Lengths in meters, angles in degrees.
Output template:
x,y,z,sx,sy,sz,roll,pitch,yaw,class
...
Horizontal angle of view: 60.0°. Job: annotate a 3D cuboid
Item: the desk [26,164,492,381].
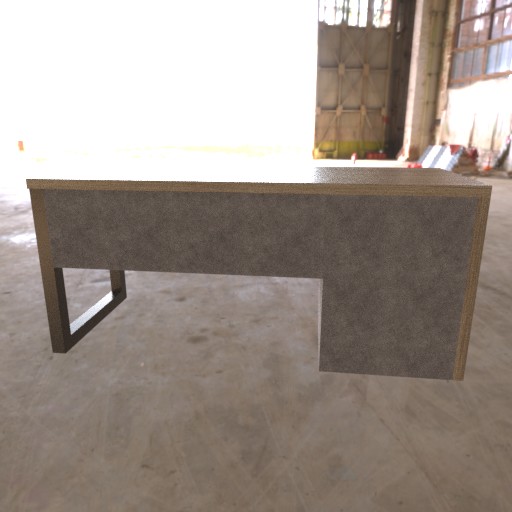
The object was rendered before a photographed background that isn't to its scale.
x,y,z,sx,sy,sz,roll,pitch,yaw,class
0.000,0.000,2.037,1.700,0.760,0.690,2,17,7,desk
